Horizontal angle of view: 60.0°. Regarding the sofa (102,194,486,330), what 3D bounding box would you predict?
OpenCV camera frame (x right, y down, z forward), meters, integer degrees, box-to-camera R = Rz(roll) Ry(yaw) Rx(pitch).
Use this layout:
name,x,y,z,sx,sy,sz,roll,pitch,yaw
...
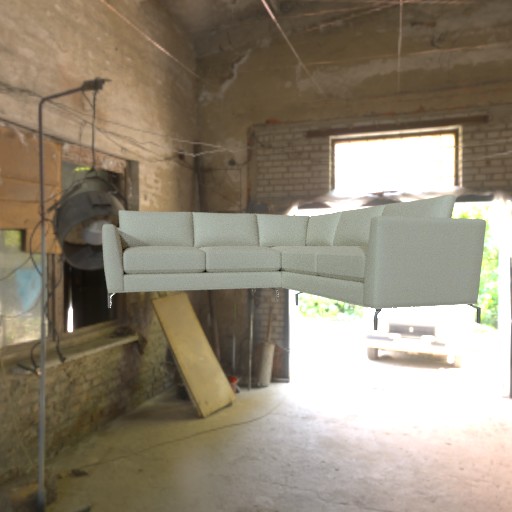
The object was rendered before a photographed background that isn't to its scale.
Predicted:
name,x,y,z,sx,sy,sz,roll,pitch,yaw
sofa,0.000,0.000,3.692,2.430,0.867,2.448,0,1,-19
